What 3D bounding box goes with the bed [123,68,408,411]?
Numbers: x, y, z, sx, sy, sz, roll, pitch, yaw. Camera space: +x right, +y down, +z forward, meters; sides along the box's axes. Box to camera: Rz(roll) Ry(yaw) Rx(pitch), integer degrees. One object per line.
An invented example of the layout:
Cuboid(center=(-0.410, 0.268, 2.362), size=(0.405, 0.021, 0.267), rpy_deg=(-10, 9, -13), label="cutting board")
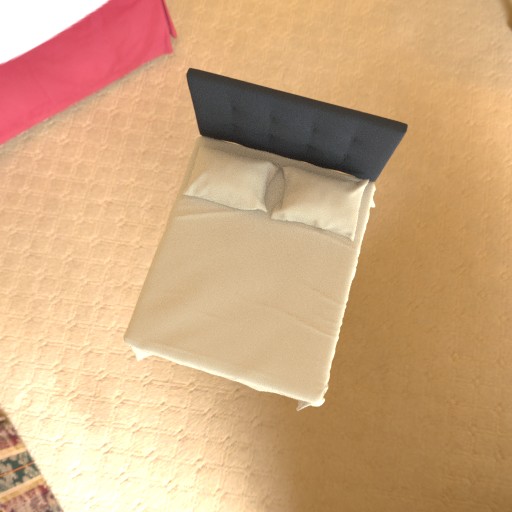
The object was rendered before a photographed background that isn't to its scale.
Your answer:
Cuboid(center=(0.000, 0.000, 3.656), size=(1.936, 1.577, 2.222), rpy_deg=(16, 76, 4), label="bed")
